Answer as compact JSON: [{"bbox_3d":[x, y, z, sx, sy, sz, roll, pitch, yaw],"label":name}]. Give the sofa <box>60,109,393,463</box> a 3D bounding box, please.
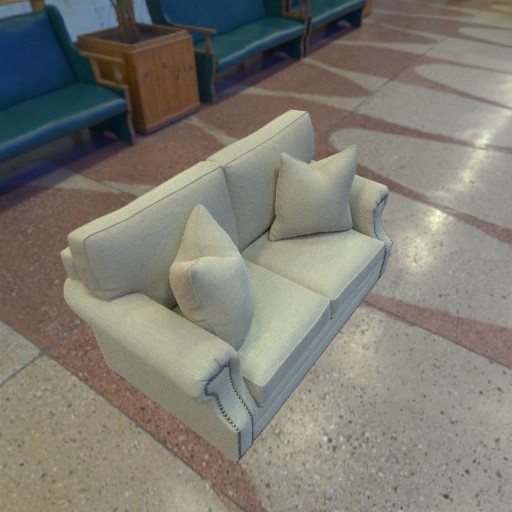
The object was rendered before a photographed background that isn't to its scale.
[{"bbox_3d":[0.000,0.000,2.319,0.966,0.966,1.701,25,46,27],"label":"sofa"}]
